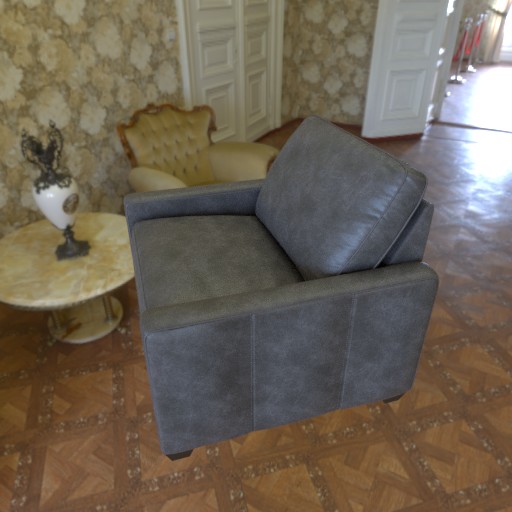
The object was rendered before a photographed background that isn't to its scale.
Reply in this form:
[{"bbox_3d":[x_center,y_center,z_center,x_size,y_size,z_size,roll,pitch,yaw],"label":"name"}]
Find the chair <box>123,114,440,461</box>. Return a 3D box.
[{"bbox_3d":[0.000,0.000,1.739,0.939,0.916,1.006,-9,32,-15],"label":"chair"}]
